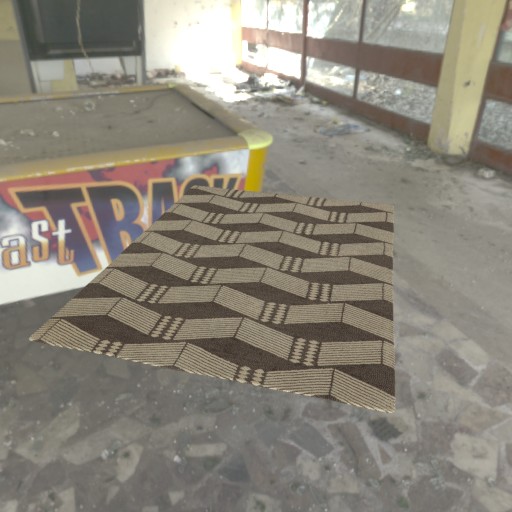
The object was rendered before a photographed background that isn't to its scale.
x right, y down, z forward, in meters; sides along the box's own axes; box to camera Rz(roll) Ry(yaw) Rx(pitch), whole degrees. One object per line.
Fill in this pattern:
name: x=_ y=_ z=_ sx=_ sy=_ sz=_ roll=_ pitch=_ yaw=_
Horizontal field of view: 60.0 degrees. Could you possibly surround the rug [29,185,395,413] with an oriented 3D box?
rug: x=0.000 y=0.000 z=4.047 sx=2.438 sy=0.016 sz=3.048 roll=8 pitch=31 yaw=13
